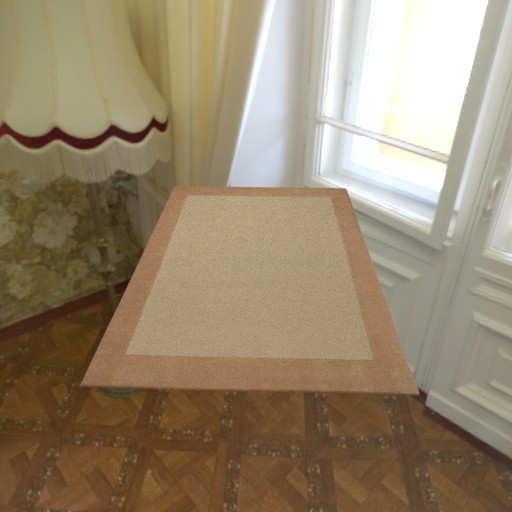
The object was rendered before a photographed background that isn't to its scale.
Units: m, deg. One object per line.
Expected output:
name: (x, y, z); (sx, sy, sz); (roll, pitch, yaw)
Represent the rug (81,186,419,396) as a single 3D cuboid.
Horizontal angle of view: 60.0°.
rug: (0.000, 0.000, 2.365); (1.219, 0.014, 1.829); (1, 32, 2)
